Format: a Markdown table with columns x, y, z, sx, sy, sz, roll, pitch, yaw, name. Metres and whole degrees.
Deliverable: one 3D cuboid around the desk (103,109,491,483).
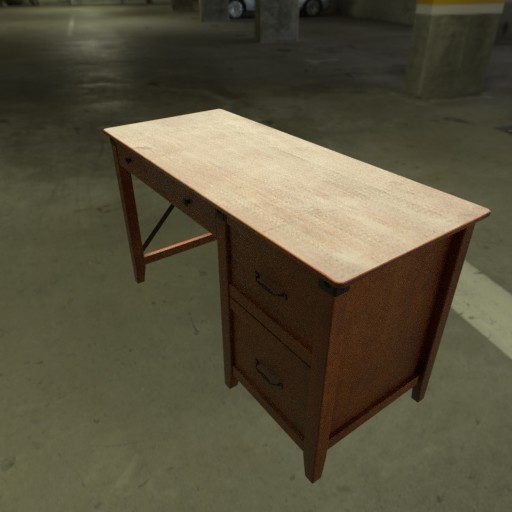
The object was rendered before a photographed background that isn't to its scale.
| x | y | z | sx | sy | sz | roll | pitch | yaw | name |
| --- | --- | --- | --- | --- | --- | --- | --- | --- | --- |
| 0.000 | 0.000 | 1.695 | 0.574 | 0.756 | 1.353 | -21 | 38 | -30 | desk |
